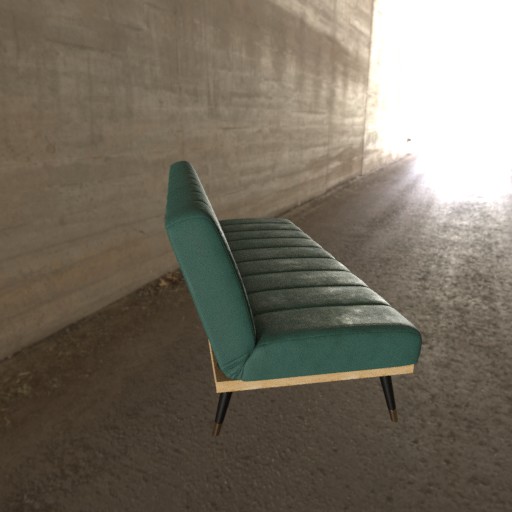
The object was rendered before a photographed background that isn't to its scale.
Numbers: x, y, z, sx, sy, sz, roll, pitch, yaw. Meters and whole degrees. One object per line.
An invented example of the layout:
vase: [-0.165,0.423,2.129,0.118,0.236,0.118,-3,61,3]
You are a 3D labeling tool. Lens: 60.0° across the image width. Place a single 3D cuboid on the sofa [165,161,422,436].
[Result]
sofa: [0.000,0.000,2.233,0.830,0.820,1.810,-3,17,-10]
